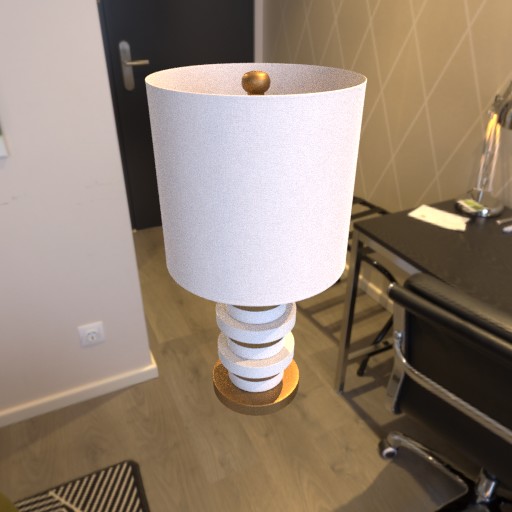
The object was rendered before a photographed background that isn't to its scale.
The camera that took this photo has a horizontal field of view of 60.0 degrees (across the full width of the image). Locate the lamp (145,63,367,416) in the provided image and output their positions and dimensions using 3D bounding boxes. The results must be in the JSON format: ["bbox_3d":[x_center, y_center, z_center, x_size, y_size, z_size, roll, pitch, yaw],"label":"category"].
[{"bbox_3d":[0.000,0.000,0.528,0.210,0.410,0.210,19,35,29],"label":"lamp"}]
